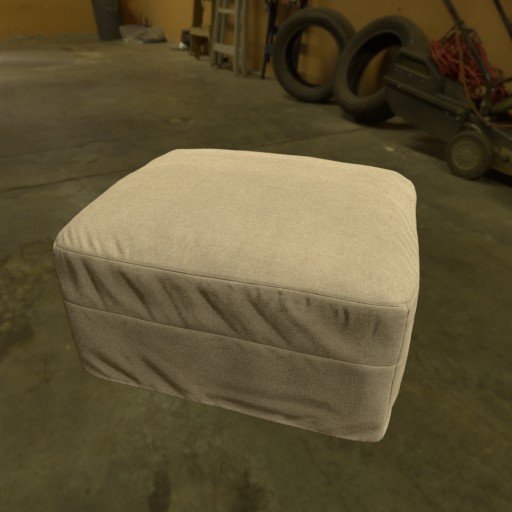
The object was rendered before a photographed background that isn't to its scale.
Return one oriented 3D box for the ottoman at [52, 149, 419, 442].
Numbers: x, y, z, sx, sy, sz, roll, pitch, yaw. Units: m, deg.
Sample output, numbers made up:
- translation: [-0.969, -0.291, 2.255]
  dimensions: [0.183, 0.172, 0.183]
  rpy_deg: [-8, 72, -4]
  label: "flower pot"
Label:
- translation: [0.000, 0.000, 1.228]
  dimensions: [0.837, 0.481, 0.683]
  rpy_deg: [9, 33, 14]
  label: "ottoman"
